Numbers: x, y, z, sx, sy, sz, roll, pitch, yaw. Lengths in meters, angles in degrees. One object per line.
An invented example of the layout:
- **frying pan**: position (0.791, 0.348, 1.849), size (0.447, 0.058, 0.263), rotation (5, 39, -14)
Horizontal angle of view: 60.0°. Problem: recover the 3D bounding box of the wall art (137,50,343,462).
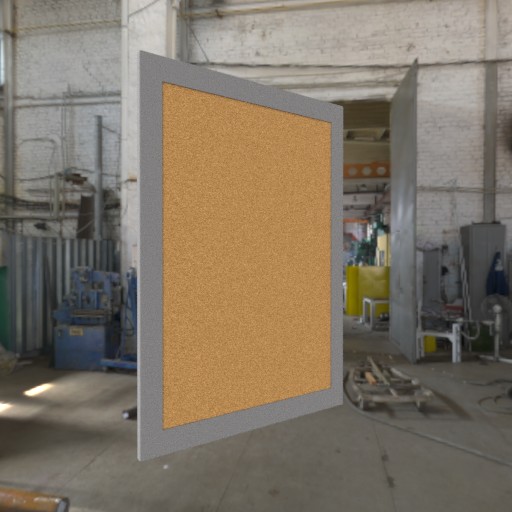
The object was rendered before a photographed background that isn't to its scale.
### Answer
- **wall art**: position (0.000, 0.000, 0.682), size (0.374, 0.529, 0.012), rotation (0, 0, -36)
